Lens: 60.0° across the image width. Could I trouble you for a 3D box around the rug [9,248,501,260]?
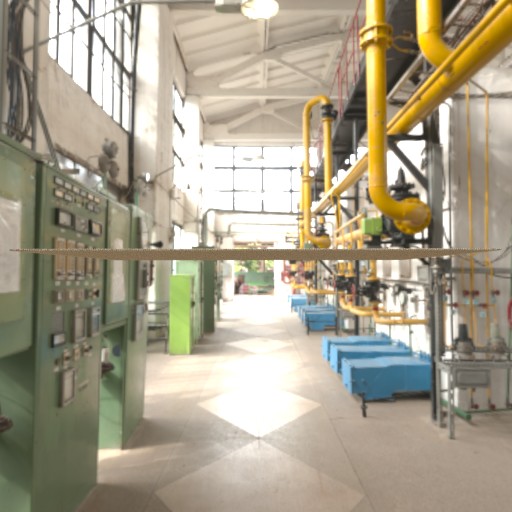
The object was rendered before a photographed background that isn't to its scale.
[{"bbox_3d":[0.000,0.000,2.148,1.752,0.006,1.142,0,-2,1],"label":"rug"}]
